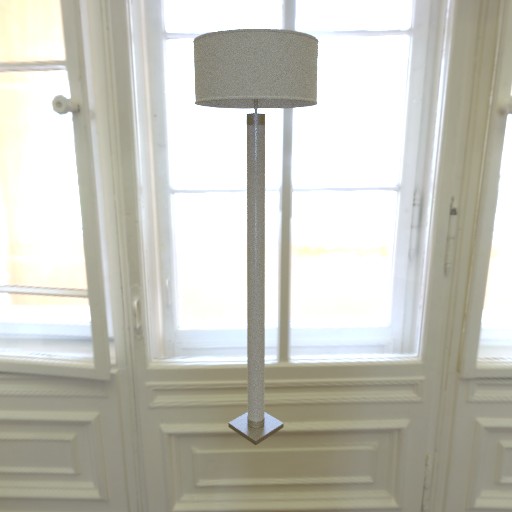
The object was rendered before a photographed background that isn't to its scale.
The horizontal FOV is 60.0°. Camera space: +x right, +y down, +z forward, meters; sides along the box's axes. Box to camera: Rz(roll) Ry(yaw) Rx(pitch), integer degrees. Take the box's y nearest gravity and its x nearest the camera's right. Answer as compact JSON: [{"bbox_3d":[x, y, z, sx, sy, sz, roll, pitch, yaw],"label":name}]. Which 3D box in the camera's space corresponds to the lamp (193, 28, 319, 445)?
[{"bbox_3d":[0.000,0.000,1.655,0.420,1.475,0.420,-14,20,-43],"label":"lamp"}]
